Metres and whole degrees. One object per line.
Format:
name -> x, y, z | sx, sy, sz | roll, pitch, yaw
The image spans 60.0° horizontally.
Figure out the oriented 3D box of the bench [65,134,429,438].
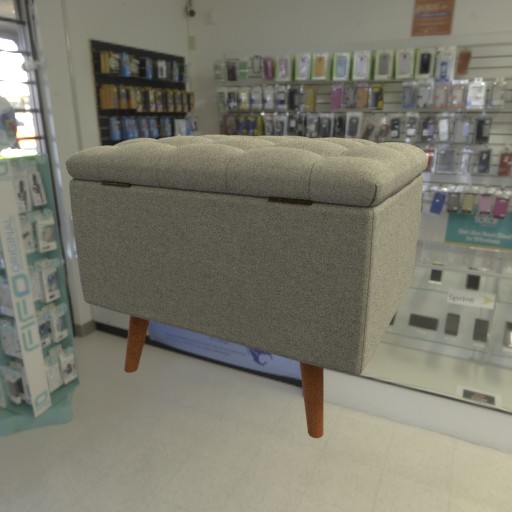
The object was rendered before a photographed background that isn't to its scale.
bench -> 0.000, 0.000, 0.900 | 0.572, 0.469, 0.417 | 9, 20, 27
